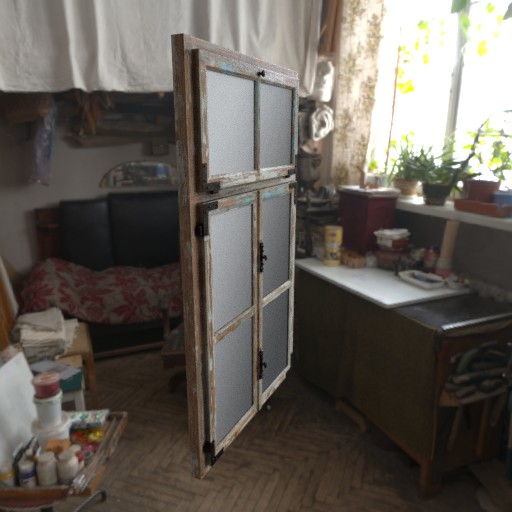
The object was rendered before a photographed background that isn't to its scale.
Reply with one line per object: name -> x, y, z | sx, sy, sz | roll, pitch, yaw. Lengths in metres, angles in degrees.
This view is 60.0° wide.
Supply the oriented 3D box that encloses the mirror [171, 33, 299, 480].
mirror -> 0.000, 0.000, 1.463 | 0.083, 1.213, 0.707 | 7, 17, 26
